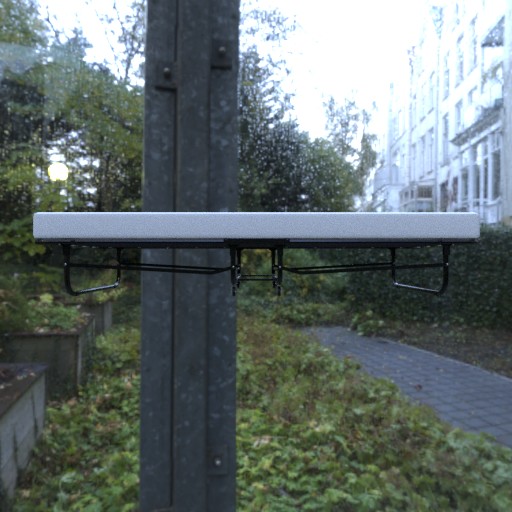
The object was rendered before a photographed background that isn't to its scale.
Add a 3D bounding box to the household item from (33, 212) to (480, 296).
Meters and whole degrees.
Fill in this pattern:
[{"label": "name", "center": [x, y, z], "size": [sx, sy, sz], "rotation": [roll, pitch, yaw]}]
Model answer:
[{"label": "household item", "center": [0.000, 0.000, 2.202], "size": [1.905, 0.356, 0.787], "rotation": [0, -1, 0]}]
